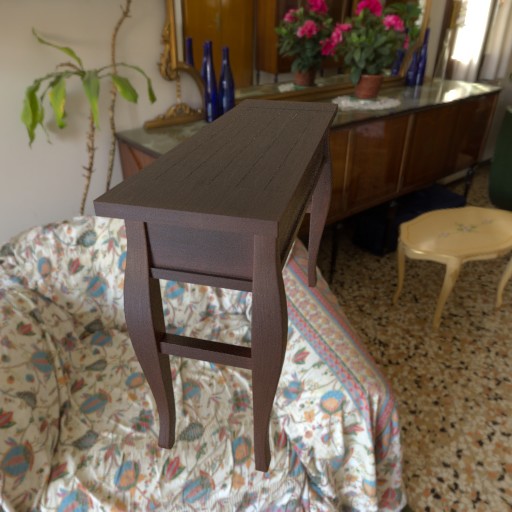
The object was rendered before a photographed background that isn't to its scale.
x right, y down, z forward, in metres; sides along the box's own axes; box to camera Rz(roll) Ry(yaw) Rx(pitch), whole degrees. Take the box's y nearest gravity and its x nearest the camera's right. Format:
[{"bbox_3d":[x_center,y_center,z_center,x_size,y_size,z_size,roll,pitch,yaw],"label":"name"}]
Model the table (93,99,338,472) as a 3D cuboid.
[{"bbox_3d":[0.000,0.000,1.427,0.373,0.768,1.062,7,30,13],"label":"table"}]
